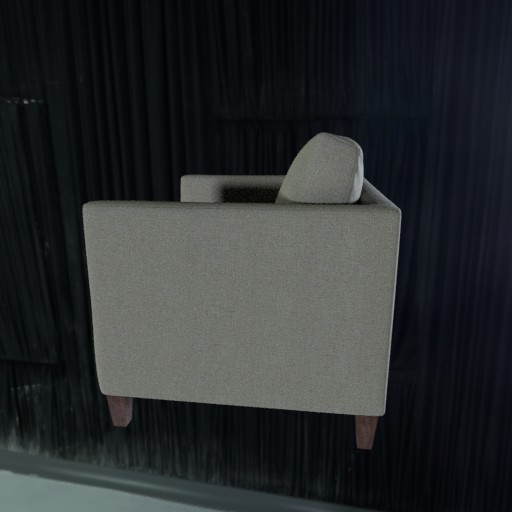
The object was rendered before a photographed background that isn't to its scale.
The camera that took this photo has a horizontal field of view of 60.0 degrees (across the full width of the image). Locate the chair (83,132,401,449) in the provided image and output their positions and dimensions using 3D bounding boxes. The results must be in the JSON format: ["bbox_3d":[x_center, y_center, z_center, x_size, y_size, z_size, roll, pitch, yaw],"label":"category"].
[{"bbox_3d":[0.000,0.000,1.816,0.959,0.963,1.107,2,15,8],"label":"chair"}]
